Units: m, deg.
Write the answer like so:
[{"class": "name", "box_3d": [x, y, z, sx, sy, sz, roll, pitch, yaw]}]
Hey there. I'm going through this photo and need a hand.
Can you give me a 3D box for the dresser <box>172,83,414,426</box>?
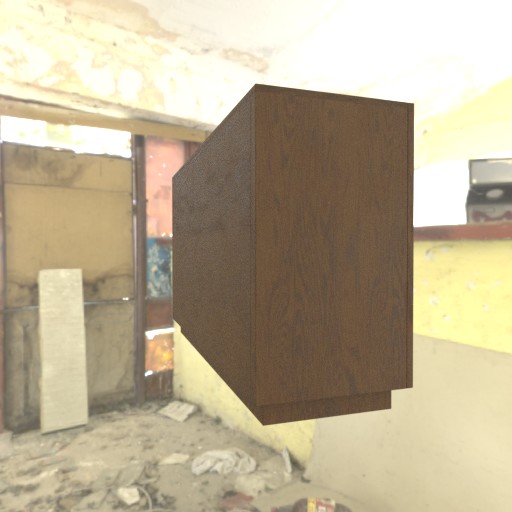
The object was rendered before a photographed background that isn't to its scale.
[{"class": "dresser", "box_3d": [0.000, 0.000, 1.919, 0.512, 0.889, 1.523, 0, 1, -18]}]
